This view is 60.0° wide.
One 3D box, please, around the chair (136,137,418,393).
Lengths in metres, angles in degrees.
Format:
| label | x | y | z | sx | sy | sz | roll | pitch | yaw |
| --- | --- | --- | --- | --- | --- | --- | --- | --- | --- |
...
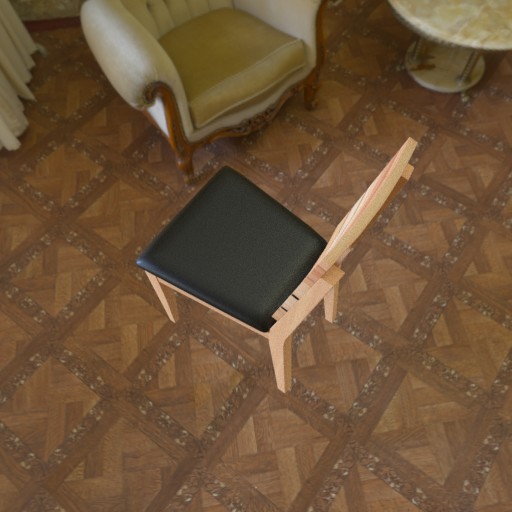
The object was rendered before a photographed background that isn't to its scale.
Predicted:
| label | x | y | z | sx | sy | sz | roll | pitch | yaw |
| --- | --- | --- | --- | --- | --- | --- | --- | --- | --- |
| chair | 0.000 | 0.000 | 1.198 | 0.520 | 0.940 | 0.410 | 32 | 67 | 15 |
